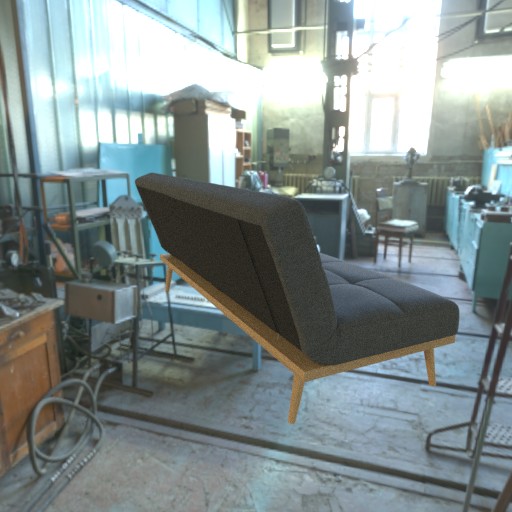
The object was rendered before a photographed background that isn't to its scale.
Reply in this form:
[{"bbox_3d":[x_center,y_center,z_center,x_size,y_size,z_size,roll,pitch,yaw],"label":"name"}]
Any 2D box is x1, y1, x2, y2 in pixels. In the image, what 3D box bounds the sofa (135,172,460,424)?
[{"bbox_3d":[0.000,0.000,2.223,0.820,0.770,1.820,-6,15,-25],"label":"sofa"}]
